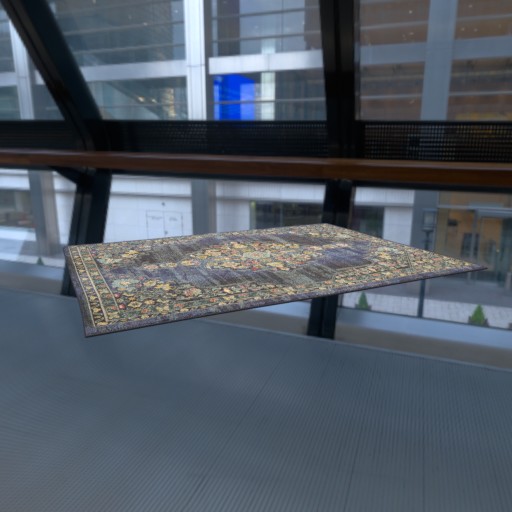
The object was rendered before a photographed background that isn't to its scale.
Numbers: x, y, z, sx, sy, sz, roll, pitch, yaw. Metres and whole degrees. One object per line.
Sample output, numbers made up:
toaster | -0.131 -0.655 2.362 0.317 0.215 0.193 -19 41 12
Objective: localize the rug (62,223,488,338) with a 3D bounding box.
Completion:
rug | 0.000 0.000 4.640 3.612 0.035 2.716 -7 15 -25
